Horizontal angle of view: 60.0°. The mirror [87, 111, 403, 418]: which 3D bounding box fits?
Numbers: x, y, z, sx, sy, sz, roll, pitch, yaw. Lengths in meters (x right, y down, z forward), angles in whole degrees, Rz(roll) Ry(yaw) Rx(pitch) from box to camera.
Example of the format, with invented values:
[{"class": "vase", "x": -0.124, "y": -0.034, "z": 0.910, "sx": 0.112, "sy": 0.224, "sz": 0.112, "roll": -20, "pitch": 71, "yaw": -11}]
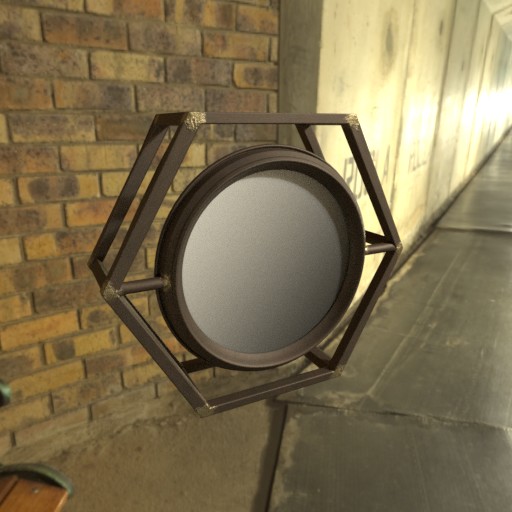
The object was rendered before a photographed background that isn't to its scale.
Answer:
[{"class": "mirror", "x": 0.000, "y": 0.000, "z": 0.546, "sx": 0.380, "sy": 0.334, "sz": 0.119, "roll": -8, "pitch": 18, "yaw": -26}]
